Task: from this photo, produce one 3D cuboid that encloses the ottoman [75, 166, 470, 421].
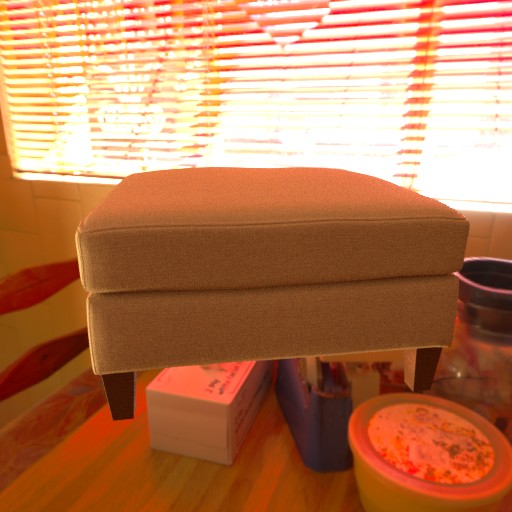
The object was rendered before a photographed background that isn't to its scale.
[{"bbox_3d":[0.000,0.000,1.336,0.838,0.503,0.838,-3,17,-9],"label":"ottoman"}]
